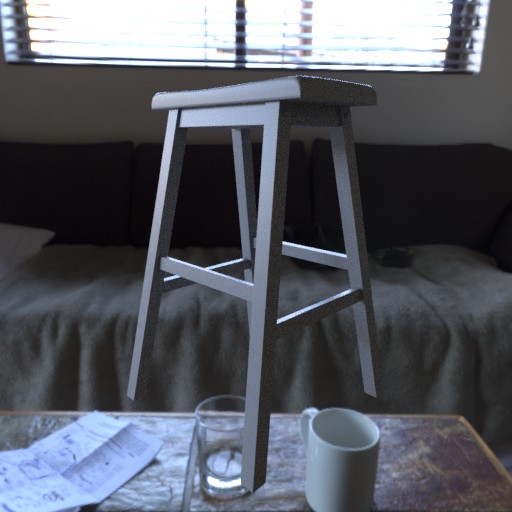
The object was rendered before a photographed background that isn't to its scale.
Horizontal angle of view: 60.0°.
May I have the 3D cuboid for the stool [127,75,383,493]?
[{"bbox_3d":[0.000,0.000,1.046,0.457,0.737,0.476,14,20,43],"label":"stool"}]
